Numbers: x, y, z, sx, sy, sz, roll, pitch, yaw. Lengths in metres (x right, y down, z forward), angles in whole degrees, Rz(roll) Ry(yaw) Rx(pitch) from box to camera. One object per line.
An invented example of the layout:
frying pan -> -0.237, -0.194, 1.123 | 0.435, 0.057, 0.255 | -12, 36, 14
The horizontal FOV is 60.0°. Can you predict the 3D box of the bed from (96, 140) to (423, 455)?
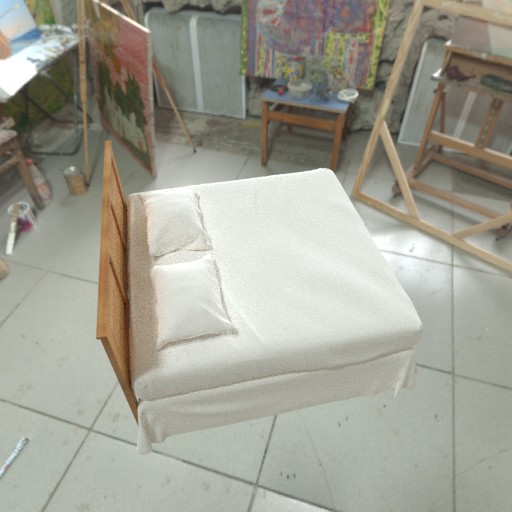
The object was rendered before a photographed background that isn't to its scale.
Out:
bed -> 0.000, 0.000, 3.630 | 2.215, 1.270, 2.317 | -9, 46, -9
